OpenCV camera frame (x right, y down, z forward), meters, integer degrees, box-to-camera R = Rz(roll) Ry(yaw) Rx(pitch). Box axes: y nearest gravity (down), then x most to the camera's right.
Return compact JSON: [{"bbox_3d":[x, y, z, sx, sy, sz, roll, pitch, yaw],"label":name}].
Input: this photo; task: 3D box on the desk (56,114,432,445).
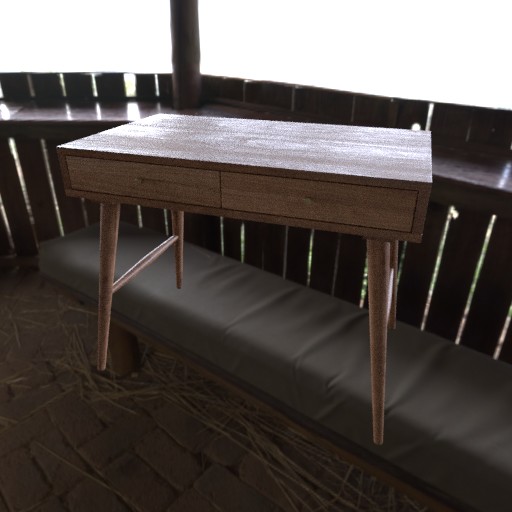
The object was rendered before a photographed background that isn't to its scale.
[{"bbox_3d":[0.000,0.000,1.446,0.949,0.758,0.588,9,29,17],"label":"desk"}]
